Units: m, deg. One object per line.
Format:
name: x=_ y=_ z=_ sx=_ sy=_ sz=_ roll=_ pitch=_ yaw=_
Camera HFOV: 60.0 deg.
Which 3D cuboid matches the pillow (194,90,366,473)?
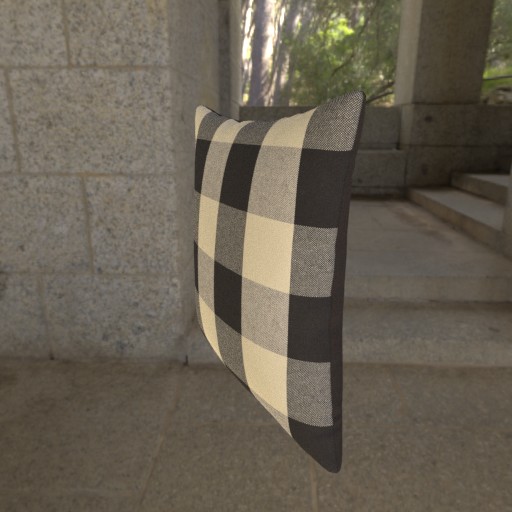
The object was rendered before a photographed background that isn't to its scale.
pillow: x=0.000 y=0.000 z=0.767 sx=0.161 sy=0.509 sz=0.511 roll=-8 pitch=19 yaw=-26
